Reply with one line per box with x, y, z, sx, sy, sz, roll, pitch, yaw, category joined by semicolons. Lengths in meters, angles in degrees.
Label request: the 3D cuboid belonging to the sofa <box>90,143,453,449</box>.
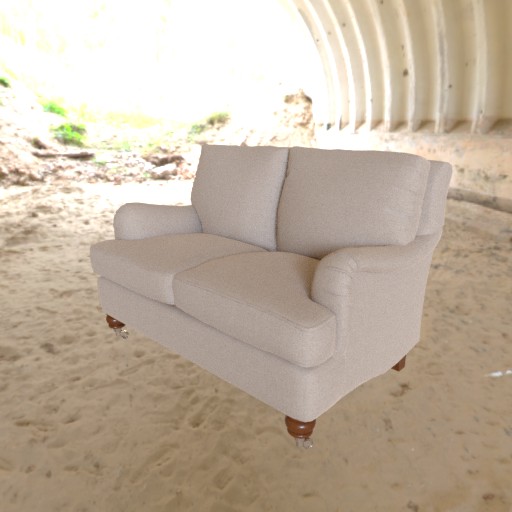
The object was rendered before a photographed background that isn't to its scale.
0.000;0.000;2.211;1.508;1.048;1.087;15;22;41;sofa
